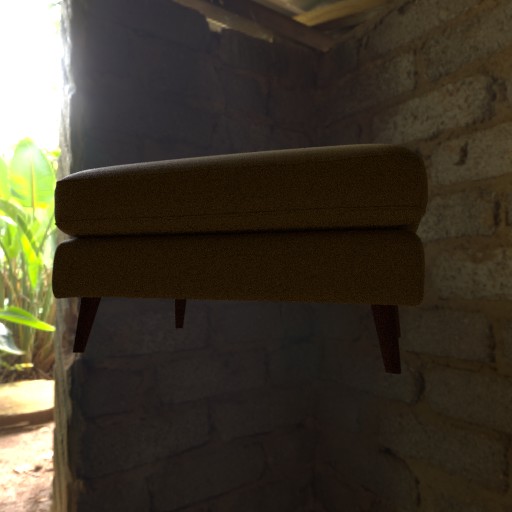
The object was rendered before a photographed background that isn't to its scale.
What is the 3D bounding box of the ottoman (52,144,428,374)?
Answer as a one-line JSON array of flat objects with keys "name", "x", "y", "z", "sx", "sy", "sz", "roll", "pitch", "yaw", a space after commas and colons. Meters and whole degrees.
[{"name": "ottoman", "x": 0.000, "y": 0.000, "z": 1.141, "sx": 0.811, "sy": 0.449, "sz": 0.608, "roll": -1, "pitch": -3, "yaw": 18}]
